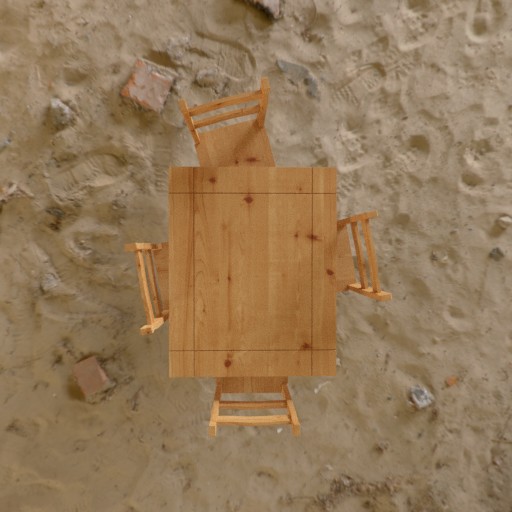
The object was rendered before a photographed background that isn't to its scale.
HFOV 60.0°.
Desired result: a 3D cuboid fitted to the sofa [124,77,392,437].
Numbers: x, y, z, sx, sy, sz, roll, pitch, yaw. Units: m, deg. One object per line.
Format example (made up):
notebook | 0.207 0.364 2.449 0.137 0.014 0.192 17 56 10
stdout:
sofa | 0.000 0.000 2.361 1.144 1.000 1.529 0 91 -2
